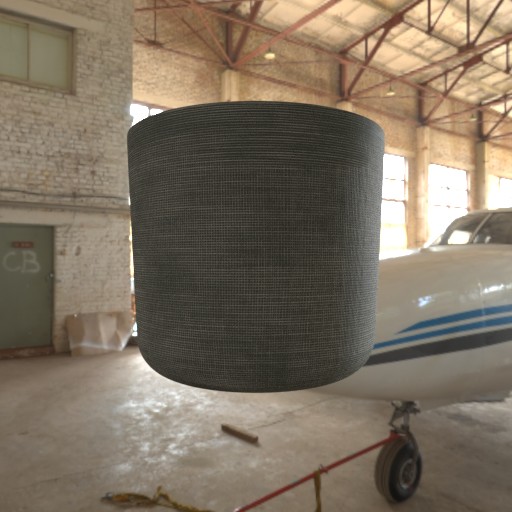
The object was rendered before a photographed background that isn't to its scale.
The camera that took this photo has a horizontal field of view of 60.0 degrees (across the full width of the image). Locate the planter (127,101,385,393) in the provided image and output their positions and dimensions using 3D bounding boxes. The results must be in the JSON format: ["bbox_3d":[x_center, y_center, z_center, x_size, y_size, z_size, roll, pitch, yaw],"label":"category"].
[{"bbox_3d":[0.000,0.000,0.787,0.440,0.398,0.440,0,0,0],"label":"planter"}]
